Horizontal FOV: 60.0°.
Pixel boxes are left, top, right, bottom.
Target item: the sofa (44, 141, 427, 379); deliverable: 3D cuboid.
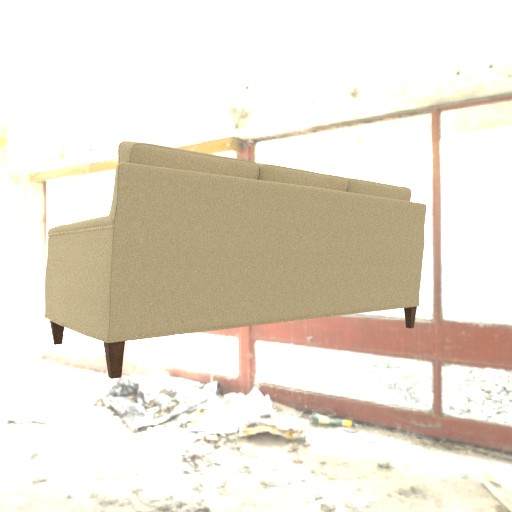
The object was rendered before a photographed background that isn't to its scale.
[{"bbox_3d":[0.000,0.000,2.786,2.246,1.003,1.084,0,0,-38],"label":"sofa"}]
